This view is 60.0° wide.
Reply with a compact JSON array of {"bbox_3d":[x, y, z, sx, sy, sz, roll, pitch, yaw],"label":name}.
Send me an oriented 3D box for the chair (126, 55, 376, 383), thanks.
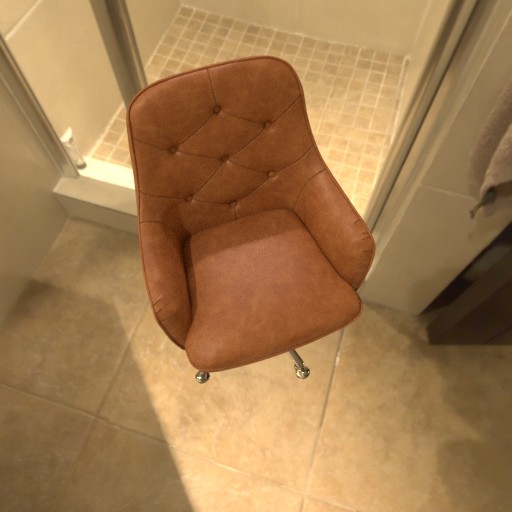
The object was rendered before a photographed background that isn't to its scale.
[{"bbox_3d":[0.000,0.000,1.317,0.628,0.909,0.615,-17,64,-9],"label":"chair"}]
